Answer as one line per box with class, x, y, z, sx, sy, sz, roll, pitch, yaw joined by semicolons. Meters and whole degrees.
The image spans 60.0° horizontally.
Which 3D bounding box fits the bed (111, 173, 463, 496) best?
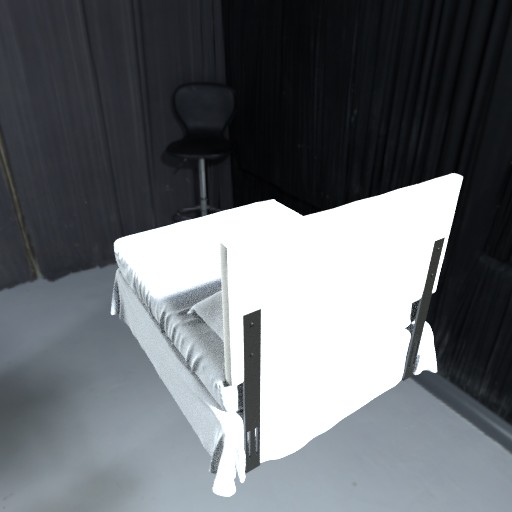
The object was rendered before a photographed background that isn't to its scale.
bed;0.000;0.000;3.380;1.936;1.577;2.222;-18;34;-28
